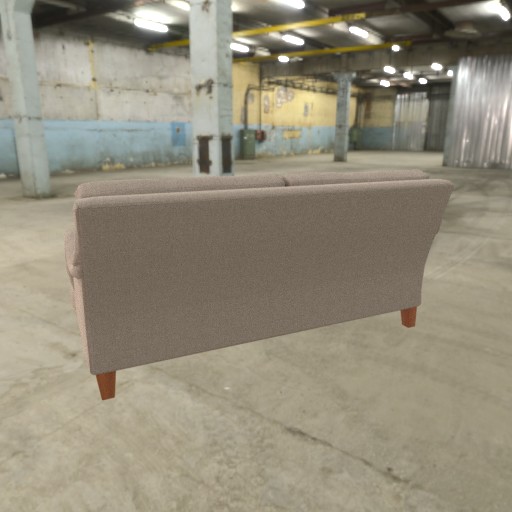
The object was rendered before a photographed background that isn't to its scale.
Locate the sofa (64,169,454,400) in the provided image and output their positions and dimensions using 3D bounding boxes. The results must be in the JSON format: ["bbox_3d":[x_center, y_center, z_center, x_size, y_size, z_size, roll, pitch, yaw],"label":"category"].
[{"bbox_3d":[0.000,0.000,2.752,2.160,1.054,1.087,-7,16,-25],"label":"sofa"}]
